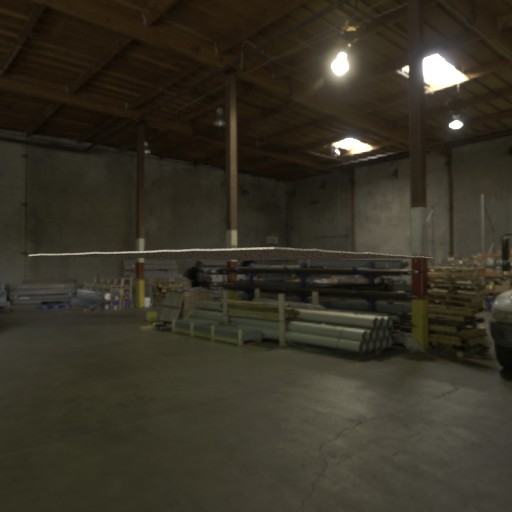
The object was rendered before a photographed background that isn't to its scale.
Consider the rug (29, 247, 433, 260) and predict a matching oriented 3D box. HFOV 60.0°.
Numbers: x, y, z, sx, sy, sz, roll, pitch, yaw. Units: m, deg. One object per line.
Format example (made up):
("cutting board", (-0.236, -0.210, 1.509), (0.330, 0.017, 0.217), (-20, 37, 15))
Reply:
("rug", (0.000, 0.000, 3.342), (1.964, 0.025, 2.455), (-1, -2, 36))
